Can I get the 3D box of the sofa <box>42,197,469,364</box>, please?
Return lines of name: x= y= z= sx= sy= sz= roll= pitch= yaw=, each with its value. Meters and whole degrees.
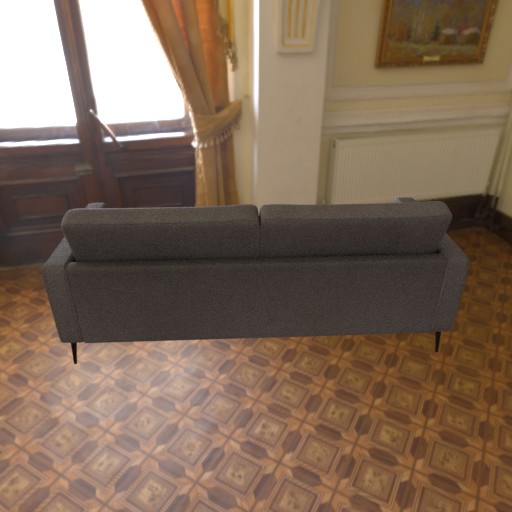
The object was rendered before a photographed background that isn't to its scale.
sofa: x=0.000 y=0.000 z=2.377 sx=1.925 sy=0.828 sz=0.774 roll=-1 pitch=29 yaw=-2
